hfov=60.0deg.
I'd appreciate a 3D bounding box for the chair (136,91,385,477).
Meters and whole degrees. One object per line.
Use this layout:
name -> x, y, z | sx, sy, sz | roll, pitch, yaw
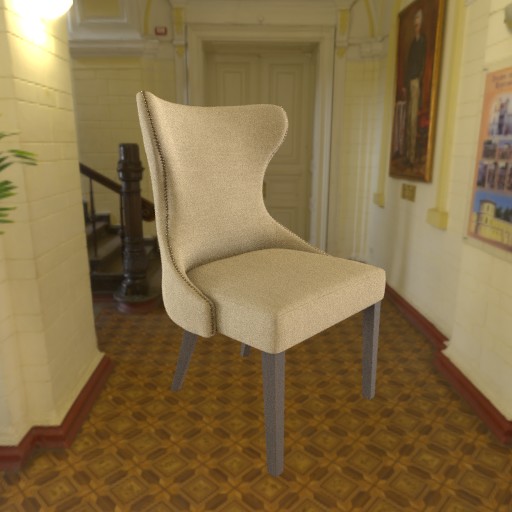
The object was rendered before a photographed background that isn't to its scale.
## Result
chair -> 0.000, 0.000, 1.395 | 0.635, 0.967, 0.628 | 13, 19, 41
